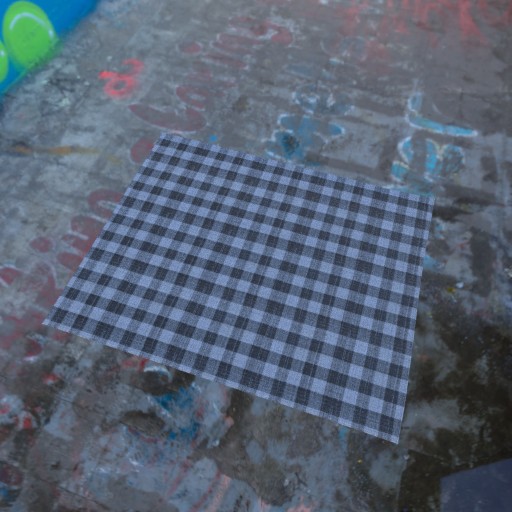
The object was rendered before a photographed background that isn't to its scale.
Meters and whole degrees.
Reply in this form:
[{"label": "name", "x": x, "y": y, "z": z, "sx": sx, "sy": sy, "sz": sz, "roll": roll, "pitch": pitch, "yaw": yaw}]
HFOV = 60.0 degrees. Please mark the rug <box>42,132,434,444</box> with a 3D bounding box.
[{"label": "rug", "x": 0.000, "y": 0.000, "z": 4.120, "sx": 3.021, "sy": 0.013, "sz": 2.432, "roll": 16, "pitch": 60, "yaw": 10}]
